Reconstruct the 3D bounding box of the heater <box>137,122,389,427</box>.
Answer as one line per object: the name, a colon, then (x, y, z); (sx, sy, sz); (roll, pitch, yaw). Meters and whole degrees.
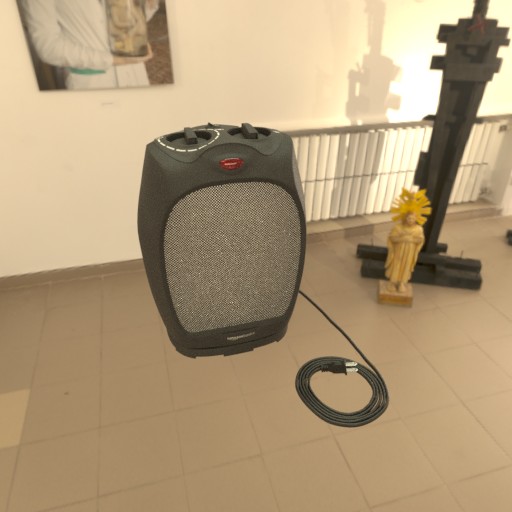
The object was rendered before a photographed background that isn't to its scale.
heater: (0.000, 0.000, 0.480); (0.239, 0.255, 0.291); (-9, 32, -14)
